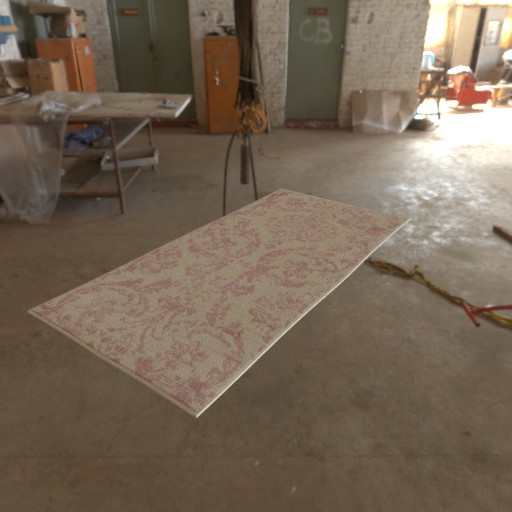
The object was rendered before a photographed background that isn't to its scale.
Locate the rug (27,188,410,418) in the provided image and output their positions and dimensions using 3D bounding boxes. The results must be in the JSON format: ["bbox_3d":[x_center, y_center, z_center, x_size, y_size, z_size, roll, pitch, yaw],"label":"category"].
[{"bbox_3d":[0.000,0.000,1.444,0.604,0.007,1.219,19,33,31],"label":"rug"}]
